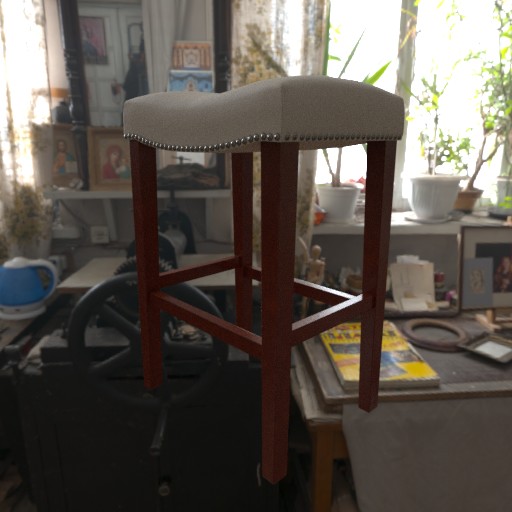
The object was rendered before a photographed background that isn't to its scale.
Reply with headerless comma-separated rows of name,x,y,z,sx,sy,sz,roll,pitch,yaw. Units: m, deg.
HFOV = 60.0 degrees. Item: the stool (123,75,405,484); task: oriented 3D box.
stool,0.000,0.000,1.032,0.372,0.742,0.504,-14,21,-42
